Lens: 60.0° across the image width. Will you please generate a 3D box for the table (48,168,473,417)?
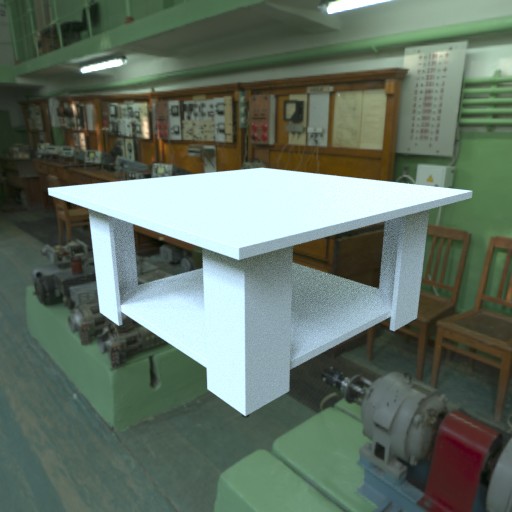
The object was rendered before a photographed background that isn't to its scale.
[{"bbox_3d":[0.000,0.000,1.033,0.670,0.305,0.670,-15,23,-40],"label":"table"}]
